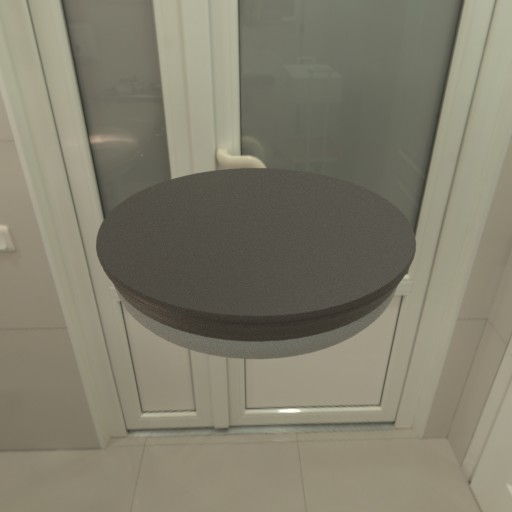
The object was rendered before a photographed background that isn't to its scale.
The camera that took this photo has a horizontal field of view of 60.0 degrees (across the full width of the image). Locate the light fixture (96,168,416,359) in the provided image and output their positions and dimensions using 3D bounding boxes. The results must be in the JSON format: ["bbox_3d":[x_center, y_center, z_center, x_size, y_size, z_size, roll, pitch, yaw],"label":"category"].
[{"bbox_3d":[0.000,0.000,0.557,0.368,0.100,0.368,0,31,0],"label":"light fixture"}]
